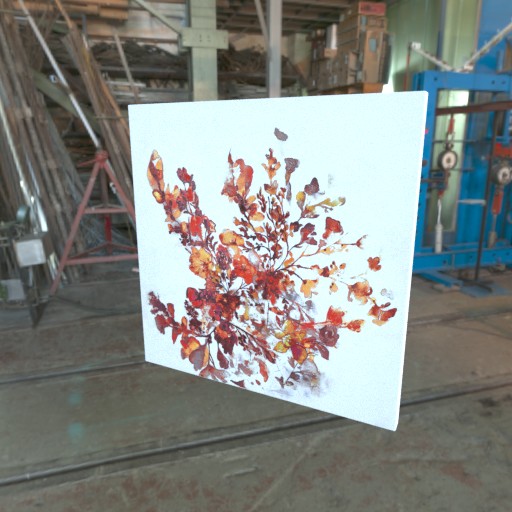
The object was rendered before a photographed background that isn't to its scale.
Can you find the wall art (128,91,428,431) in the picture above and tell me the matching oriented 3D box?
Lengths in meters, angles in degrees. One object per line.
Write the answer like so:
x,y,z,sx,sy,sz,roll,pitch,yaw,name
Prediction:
0.000,0.000,1.133,0.757,0.757,0.037,7,16,26,wall art
